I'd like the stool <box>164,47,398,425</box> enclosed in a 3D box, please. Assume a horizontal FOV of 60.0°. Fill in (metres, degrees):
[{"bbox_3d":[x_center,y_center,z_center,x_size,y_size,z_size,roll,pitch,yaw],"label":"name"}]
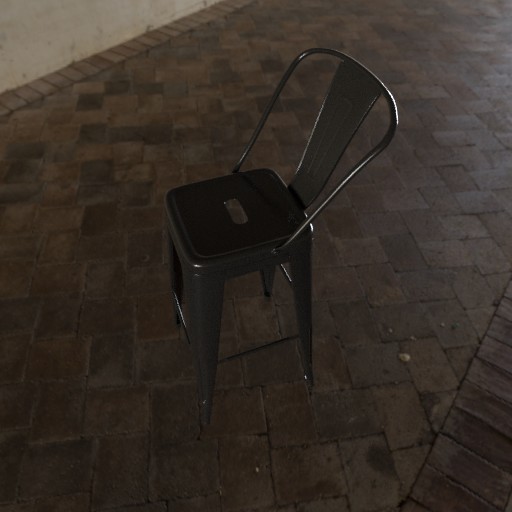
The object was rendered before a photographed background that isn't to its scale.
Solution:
[{"bbox_3d":[0.000,0.000,1.287,0.528,1.022,0.432,-15,49,-14],"label":"stool"}]
